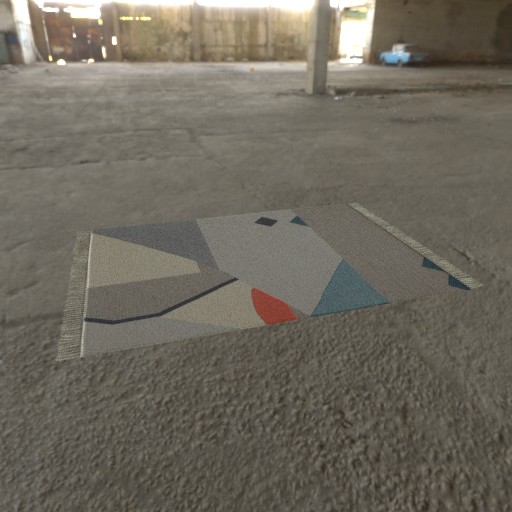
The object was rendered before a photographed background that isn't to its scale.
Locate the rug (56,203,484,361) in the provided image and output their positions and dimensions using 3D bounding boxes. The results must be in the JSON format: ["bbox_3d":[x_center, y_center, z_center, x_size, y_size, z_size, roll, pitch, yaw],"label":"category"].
[{"bbox_3d":[0.000,0.000,2.308,1.828,0.005,1.220,-7,27,-15],"label":"rug"}]
